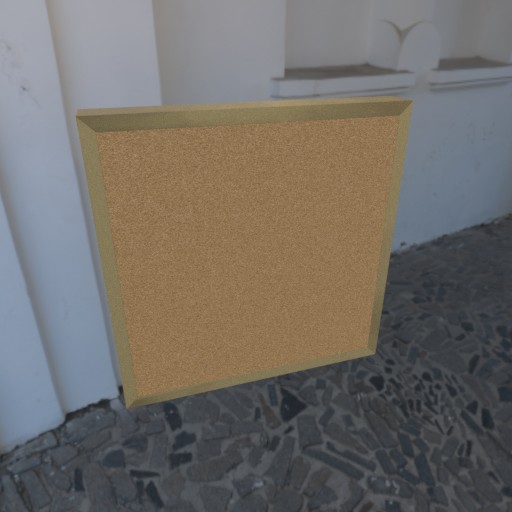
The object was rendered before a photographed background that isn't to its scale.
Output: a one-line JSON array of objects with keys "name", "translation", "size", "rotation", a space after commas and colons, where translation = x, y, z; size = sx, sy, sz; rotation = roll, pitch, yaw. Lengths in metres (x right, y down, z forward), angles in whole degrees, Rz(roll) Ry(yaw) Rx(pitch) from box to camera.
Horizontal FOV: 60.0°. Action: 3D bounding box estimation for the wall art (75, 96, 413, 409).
[{"name": "wall art", "translation": [0.000, 0.000, 0.467], "size": [0.304, 0.305, 0.038], "rotation": [-8, 28, -16]}]
